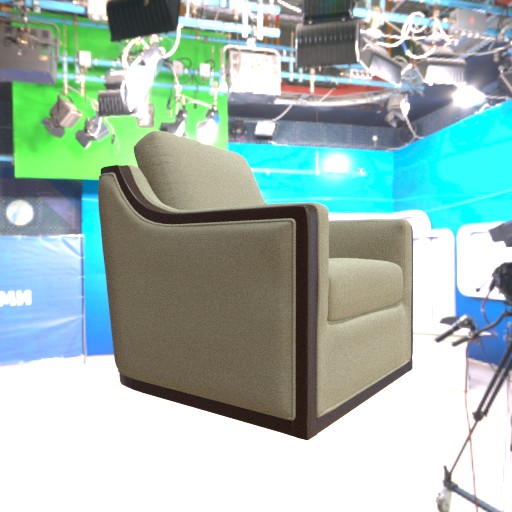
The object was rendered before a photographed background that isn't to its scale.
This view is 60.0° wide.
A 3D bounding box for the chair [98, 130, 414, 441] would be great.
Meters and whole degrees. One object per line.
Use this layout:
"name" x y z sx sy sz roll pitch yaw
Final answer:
"chair" 0.000 0.000 1.691 0.950 0.930 0.870 0 1 36
